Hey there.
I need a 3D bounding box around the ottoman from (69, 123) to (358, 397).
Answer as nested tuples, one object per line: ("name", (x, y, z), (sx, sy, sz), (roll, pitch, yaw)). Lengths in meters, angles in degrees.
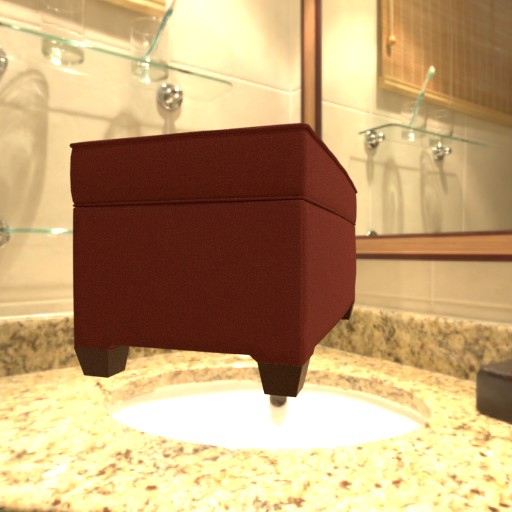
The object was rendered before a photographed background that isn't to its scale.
("ottoman", (0.000, 0.000, 1.222), (0.497, 0.454, 0.948), (0, 1, 18))
